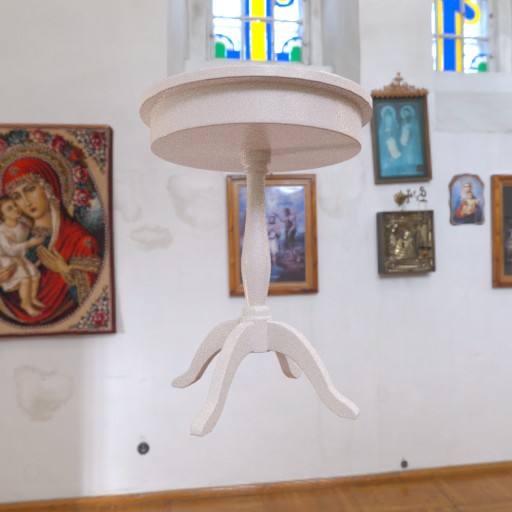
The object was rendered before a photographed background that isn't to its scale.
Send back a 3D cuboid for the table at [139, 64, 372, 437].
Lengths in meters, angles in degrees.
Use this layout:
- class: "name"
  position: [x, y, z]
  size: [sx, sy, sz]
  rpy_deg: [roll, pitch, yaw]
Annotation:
- class: "table"
  position: [0.000, 0.000, 1.007]
  size: [0.513, 0.653, 0.513]
  rpy_deg: [0, 0, 0]
